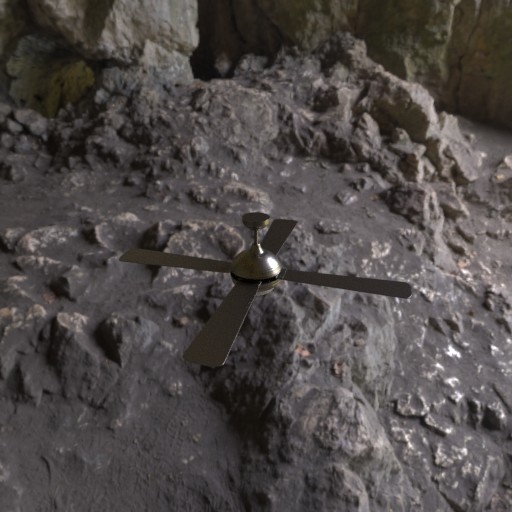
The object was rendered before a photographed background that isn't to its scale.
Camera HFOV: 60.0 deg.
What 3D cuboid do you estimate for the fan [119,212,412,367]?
[{"bbox_3d":[0.000,0.000,2.032,1.321,0.381,1.321,18,31,32],"label":"fan"}]
